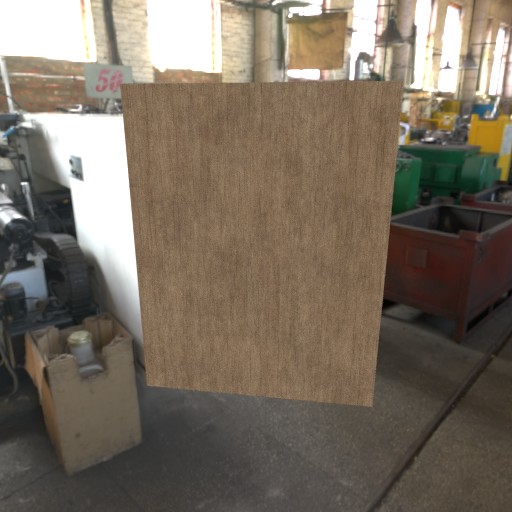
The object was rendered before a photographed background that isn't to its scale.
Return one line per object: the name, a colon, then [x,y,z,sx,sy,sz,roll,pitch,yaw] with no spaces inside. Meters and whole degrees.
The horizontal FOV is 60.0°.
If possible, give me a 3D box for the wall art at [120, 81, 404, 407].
wall art: [0.000,0.000,0.940,0.534,0.686,0.018,3,19,8]
